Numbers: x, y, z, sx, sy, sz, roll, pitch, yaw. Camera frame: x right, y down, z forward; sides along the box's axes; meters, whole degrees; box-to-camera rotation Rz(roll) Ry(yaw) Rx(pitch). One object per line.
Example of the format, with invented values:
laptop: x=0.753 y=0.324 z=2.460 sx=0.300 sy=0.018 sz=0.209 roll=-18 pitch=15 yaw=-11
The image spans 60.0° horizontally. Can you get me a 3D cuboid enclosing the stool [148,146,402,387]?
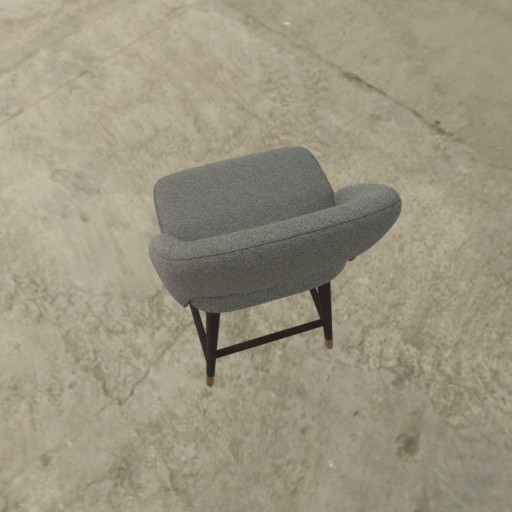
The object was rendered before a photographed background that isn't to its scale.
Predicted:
stool: x=0.000 y=0.000 z=1.246 sx=0.536 sy=0.925 sz=0.524 roll=-15 pitch=60 yaw=-9
